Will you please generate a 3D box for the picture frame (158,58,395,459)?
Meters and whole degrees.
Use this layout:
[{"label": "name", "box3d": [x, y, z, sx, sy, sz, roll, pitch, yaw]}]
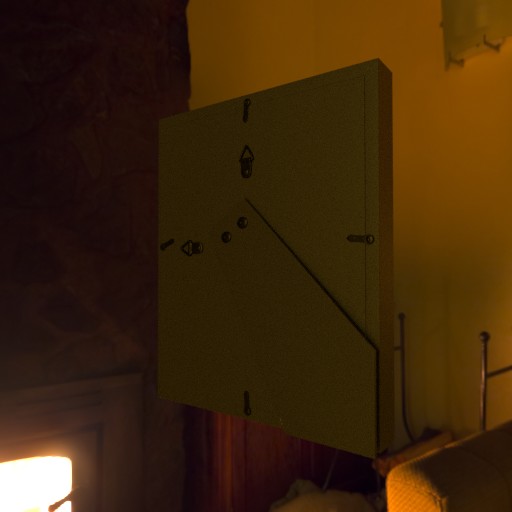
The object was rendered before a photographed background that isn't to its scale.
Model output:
[{"label": "picture frame", "box3d": [0.000, 0.000, 0.393, 0.232, 0.284, 0.042, -1, -1, 36]}]
